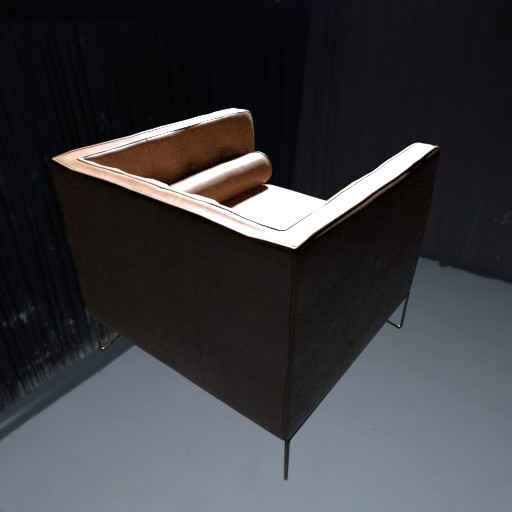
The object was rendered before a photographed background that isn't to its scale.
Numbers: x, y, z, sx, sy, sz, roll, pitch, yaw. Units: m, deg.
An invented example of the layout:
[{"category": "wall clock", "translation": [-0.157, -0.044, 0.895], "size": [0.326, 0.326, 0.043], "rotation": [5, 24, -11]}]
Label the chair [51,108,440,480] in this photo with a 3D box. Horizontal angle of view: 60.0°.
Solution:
[{"category": "chair", "translation": [0.000, 0.000, 1.605], "size": [0.920, 0.797, 0.912], "rotation": [22, 38, 31]}]
